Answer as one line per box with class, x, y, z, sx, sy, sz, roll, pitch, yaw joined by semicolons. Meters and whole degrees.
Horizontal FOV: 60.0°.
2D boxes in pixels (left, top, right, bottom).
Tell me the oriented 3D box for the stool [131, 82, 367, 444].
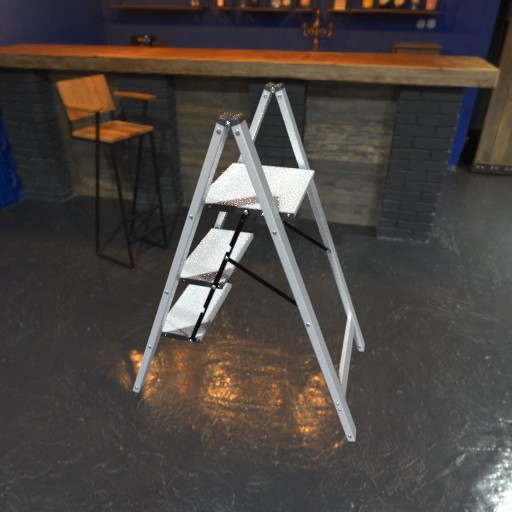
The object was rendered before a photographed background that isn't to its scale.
stool;0.000;0.000;1.316;0.730;0.902;0.441;8;31;13
